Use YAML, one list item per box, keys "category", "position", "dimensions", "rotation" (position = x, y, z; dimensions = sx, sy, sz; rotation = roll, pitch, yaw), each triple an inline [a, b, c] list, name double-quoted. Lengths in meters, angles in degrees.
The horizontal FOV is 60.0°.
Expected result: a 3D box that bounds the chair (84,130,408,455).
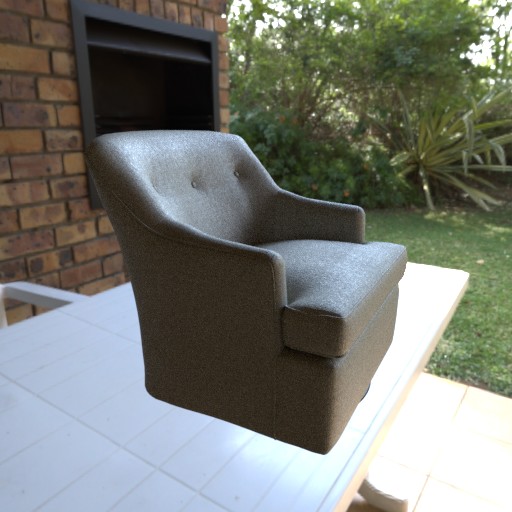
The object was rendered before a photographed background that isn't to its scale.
- category: "chair"
  position: [0.000, 0.000, 1.576]
  dimensions: [0.923, 0.856, 0.864]
  rotation: [9, 19, 28]
